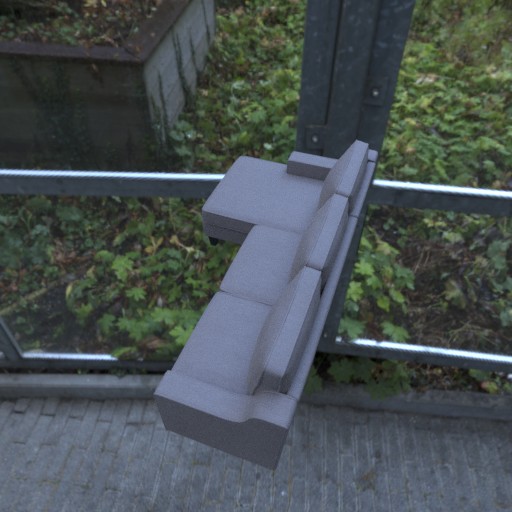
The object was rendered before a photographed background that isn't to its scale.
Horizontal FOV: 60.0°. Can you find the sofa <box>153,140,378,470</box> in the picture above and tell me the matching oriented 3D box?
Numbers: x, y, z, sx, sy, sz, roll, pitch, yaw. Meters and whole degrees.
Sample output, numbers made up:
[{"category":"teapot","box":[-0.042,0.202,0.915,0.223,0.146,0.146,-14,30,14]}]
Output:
[{"category":"sofa","box":[0.000,0.000,3.282,1.294,0.928,2.561,15,47,14]}]
